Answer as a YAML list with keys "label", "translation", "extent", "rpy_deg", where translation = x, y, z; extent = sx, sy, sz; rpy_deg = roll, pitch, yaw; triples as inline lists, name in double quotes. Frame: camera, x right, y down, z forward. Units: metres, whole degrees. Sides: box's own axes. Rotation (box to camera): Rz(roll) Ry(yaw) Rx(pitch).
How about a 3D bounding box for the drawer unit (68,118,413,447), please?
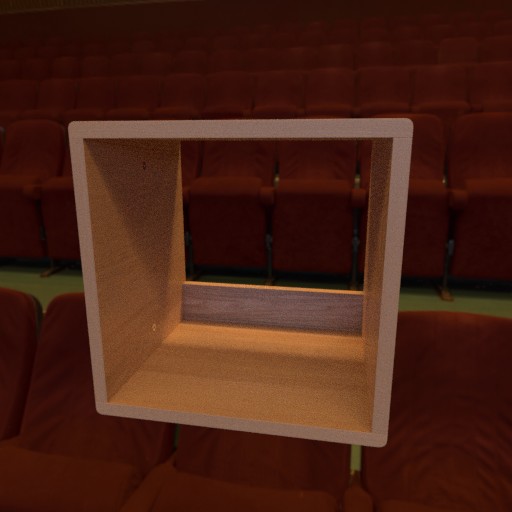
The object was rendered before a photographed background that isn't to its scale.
- label: "drawer unit"
  translation: [0.000, 0.000, 0.610]
  extent: [0.344, 0.344, 0.290]
  rpy_deg: [3, 14, 10]
